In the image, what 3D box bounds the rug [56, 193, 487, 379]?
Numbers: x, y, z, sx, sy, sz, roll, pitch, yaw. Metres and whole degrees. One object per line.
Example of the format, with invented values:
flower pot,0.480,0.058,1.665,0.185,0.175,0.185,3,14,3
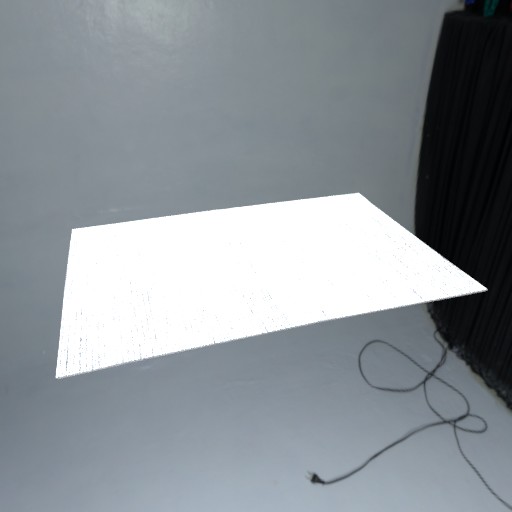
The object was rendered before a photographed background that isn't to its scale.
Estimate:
rug,0.000,0.000,2.187,1.773,0.021,1.149,-9,32,-15
